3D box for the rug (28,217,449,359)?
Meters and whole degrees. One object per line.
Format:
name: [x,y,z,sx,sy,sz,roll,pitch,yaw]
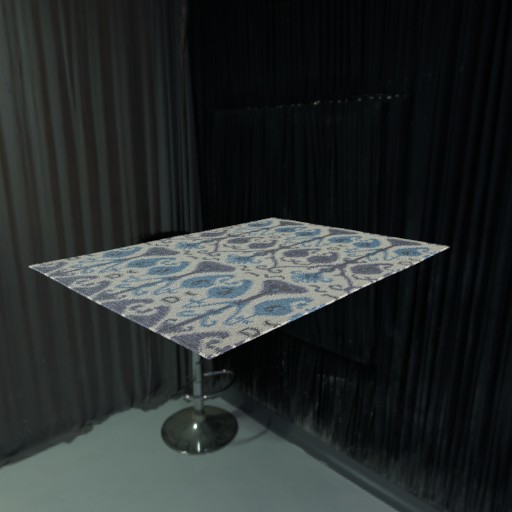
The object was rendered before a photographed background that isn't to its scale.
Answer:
rug: [0.000,0.000,2.917,1.676,0.013,2.261,14,21,42]
